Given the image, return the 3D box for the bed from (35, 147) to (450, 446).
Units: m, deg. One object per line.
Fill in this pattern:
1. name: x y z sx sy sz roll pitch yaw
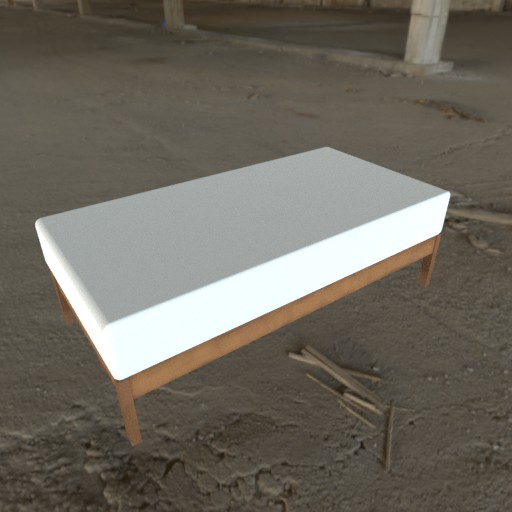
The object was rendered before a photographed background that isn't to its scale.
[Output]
1. bed: 0.000 0.000 2.391 1.902 0.616 0.961 -21 37 -30
